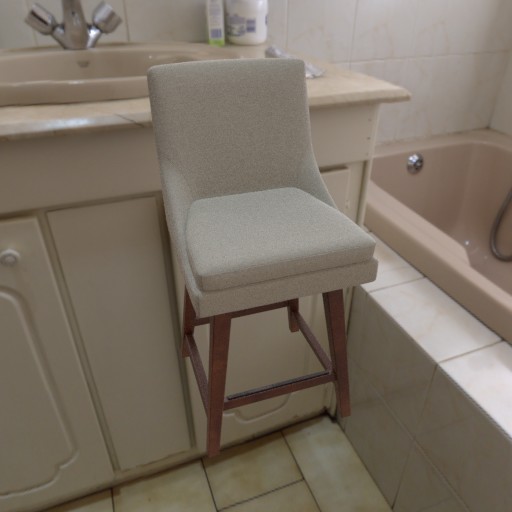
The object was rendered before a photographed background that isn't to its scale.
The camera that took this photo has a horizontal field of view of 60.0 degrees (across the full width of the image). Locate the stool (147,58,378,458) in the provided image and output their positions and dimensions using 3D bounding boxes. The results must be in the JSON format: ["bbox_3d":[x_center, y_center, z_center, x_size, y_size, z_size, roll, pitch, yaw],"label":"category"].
[{"bbox_3d":[0.000,0.000,1.295,0.469,0.991,0.559,-10,34,-16],"label":"stool"}]
